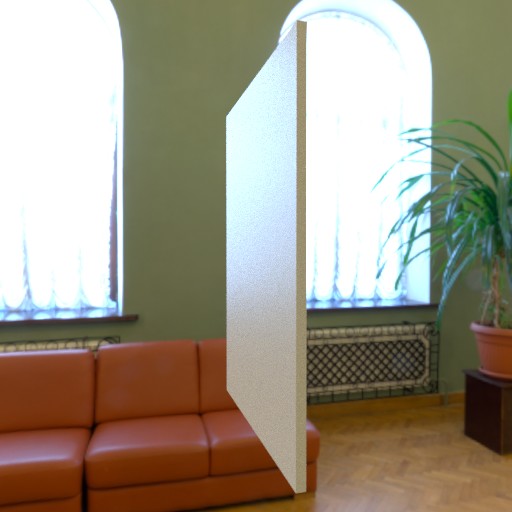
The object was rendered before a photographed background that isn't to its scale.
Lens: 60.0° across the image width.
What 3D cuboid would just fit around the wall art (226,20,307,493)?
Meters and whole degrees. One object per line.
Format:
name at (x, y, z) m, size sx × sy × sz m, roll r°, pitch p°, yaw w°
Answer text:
wall art at (0.000, 0.000, 0.684) m, size 0.013 × 0.533 × 0.381 m, roll 0°, pitch 1°, yaw -16°
